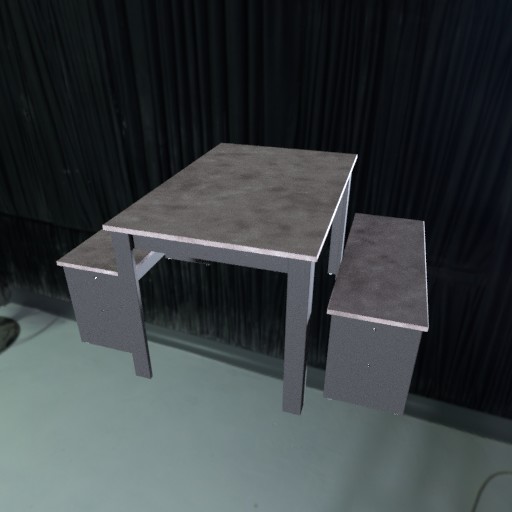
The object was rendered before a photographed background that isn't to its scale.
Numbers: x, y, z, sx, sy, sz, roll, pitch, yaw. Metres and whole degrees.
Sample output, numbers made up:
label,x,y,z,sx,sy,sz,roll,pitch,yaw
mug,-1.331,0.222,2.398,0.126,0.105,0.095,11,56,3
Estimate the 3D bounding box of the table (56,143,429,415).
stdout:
label,x,y,z,sx,sy,sz,roll,pitch,yaw
table,0.000,0.000,2.026,1.443,0.700,1.100,9,30,15
